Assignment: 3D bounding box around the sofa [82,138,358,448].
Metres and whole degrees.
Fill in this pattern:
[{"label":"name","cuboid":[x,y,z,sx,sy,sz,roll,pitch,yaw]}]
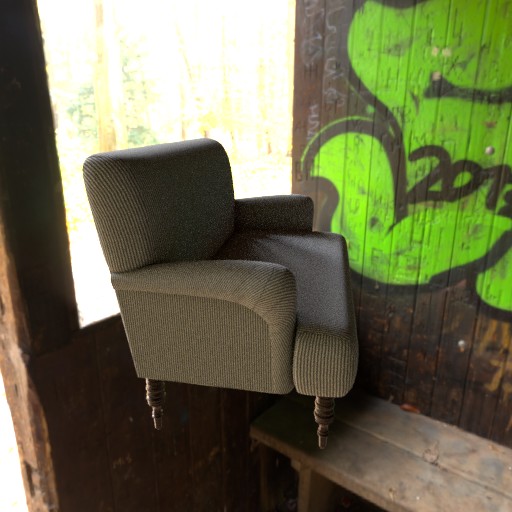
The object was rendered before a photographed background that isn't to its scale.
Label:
[{"label":"sofa","cuboid":[0.000,0.000,1.811,0.779,0.889,1.297,3,17,9]}]
